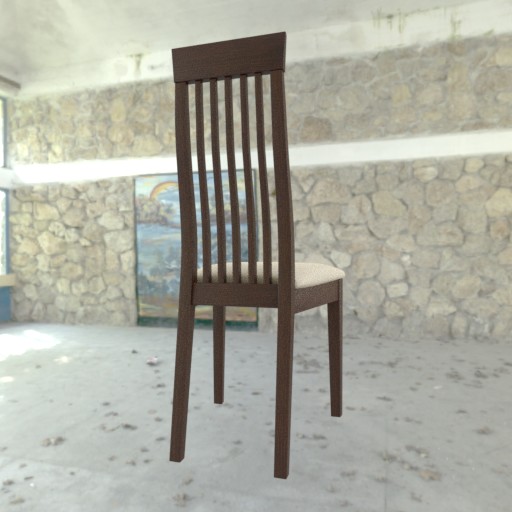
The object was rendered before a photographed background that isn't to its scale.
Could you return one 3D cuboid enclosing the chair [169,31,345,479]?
[{"bbox_3d":[0.000,0.000,1.277,0.460,1.027,0.474,0,0,17],"label":"chair"}]
